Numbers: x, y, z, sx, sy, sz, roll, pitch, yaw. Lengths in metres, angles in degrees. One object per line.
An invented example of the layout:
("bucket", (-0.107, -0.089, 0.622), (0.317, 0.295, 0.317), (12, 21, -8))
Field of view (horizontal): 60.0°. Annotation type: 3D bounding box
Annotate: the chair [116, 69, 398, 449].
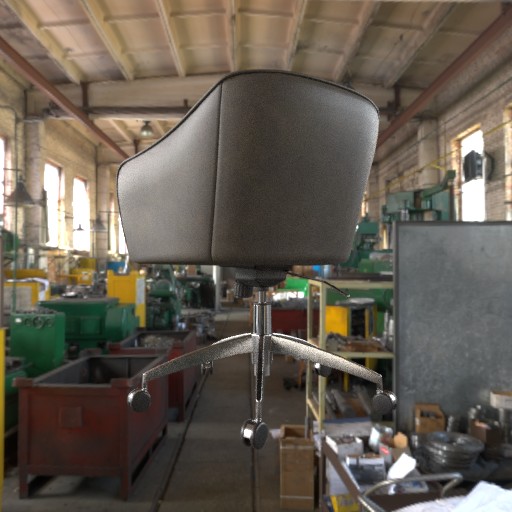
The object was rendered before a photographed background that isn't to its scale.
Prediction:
("chair", (0.000, 0.000, 1.313), (0.713, 0.827, 0.689), (1, -2, -35))
